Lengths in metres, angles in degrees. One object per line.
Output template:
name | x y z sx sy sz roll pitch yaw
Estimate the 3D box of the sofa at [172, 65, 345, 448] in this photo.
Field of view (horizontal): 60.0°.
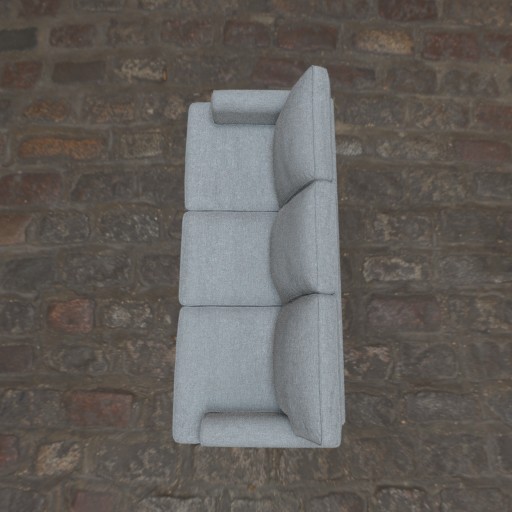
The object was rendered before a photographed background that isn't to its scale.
sofa | 0.000 0.000 2.703 0.951 0.965 2.158 0 76 0
